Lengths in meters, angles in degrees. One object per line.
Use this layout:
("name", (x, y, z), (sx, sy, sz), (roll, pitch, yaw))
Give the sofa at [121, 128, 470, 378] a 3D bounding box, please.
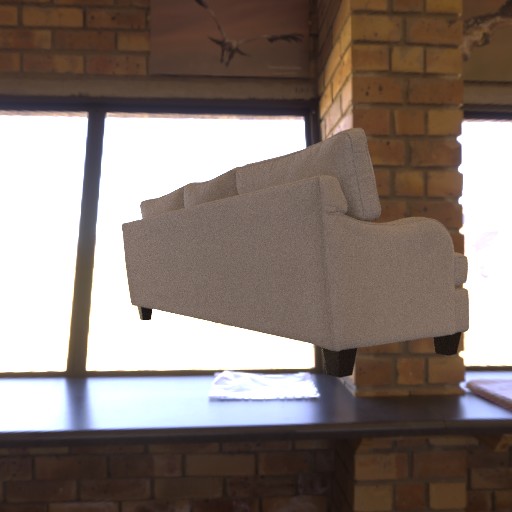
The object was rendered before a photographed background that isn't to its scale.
("sofa", (0.000, 0.000, 2.836), (1.016, 0.991, 2.323), (1, -1, -35))
